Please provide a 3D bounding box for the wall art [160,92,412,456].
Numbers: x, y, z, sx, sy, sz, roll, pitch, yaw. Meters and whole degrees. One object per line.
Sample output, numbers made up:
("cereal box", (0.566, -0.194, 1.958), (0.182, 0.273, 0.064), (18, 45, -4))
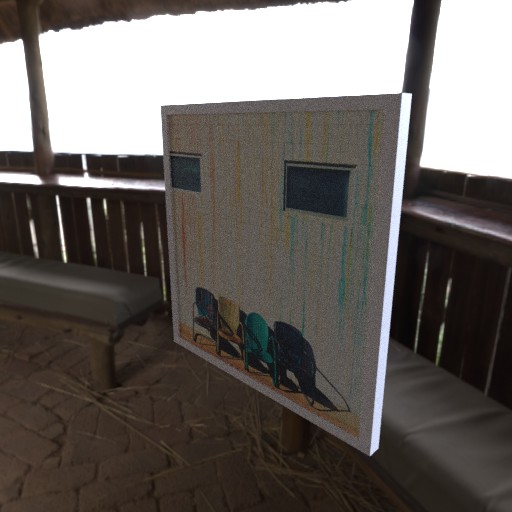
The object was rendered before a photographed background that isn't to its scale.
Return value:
("wall art", (0.000, 0.000, 1.149), (0.036, 0.760, 0.760), (-16, 23, -42))
